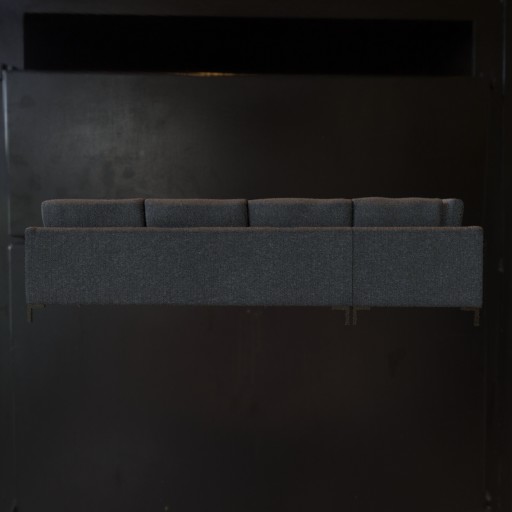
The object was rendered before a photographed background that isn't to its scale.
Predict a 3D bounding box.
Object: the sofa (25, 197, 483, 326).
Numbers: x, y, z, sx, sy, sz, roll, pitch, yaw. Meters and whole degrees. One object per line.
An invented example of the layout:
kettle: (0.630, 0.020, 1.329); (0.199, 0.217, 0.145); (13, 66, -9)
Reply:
sofa: (0.000, 0.000, 3.777); (2.949, 0.815, 2.007); (0, 2, 2)
